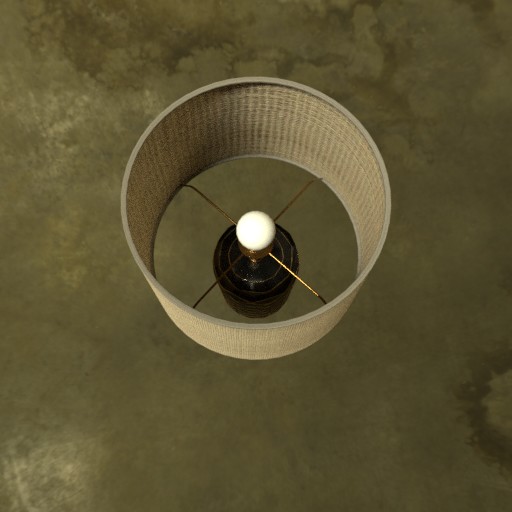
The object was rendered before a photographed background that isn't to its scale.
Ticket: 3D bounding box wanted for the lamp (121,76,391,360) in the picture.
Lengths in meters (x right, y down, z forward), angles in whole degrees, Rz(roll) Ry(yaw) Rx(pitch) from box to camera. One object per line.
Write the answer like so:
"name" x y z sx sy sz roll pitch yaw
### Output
"lamp" 0.000 0.000 0.819 0.376 0.594 0.376 0 75 0
